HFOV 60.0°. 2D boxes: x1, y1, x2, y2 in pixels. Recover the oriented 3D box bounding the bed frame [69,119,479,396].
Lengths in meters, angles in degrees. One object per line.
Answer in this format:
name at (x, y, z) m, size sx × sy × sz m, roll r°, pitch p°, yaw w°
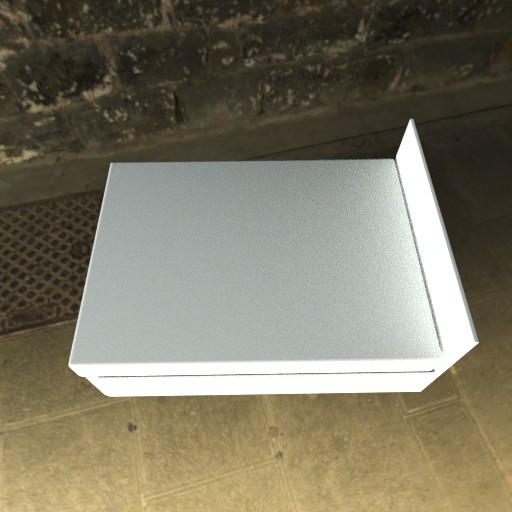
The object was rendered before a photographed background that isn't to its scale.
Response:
bed frame at (0.000, 0.000, 2.610) m, size 1.900 × 0.800 × 1.400 m, roll -1°, pitch 58°, yaw 0°
